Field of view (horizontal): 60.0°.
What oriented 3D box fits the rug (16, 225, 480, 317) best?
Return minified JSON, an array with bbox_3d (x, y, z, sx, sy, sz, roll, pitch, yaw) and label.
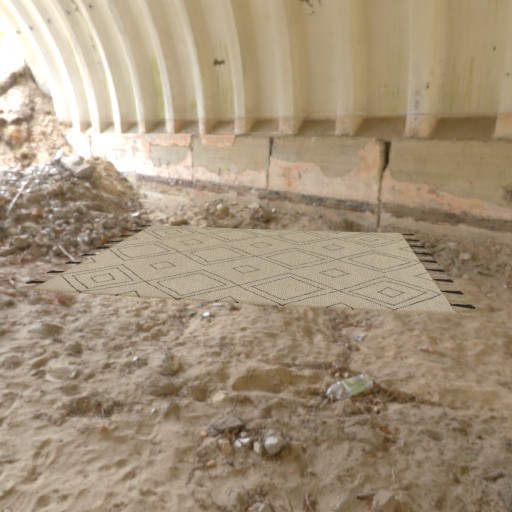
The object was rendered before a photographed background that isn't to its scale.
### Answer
[{"bbox_3d":[0.000,0.000,4.109,3.221,0.026,2.342,2,16,9],"label":"rug"}]
